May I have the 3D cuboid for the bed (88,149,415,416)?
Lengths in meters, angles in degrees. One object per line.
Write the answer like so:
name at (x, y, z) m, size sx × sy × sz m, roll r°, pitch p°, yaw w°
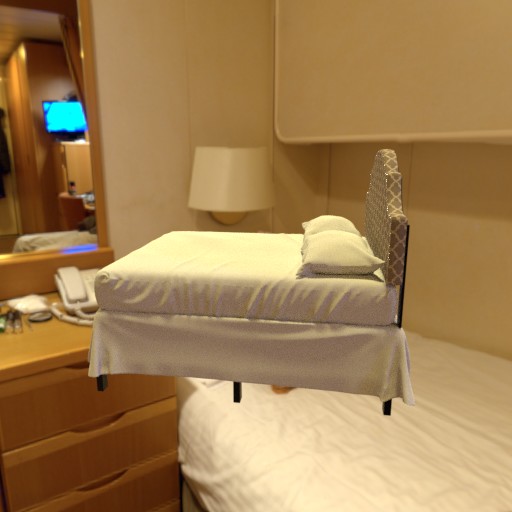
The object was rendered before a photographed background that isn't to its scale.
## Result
bed at (0.000, 0.000, 3.486) m, size 2.222 × 1.633 × 1.780 m, roll 2°, pitch 14°, yaw 8°
